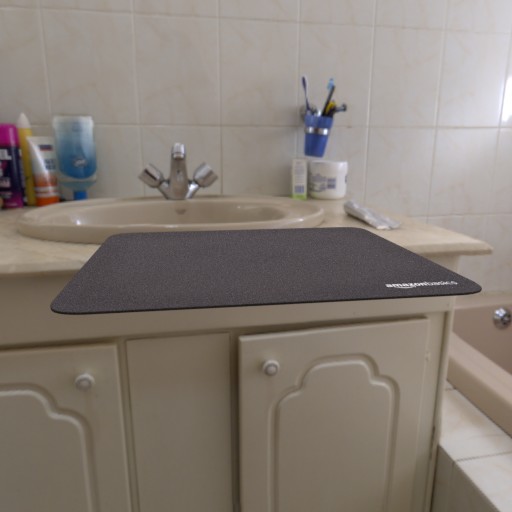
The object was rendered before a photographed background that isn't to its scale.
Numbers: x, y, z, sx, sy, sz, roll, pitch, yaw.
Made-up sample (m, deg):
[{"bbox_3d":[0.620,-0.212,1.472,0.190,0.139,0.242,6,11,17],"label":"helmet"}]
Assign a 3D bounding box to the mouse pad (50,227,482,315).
[{"bbox_3d":[0.000,0.000,0.431,0.315,0.002,0.269,-2,14,-8],"label":"mouse pad"}]
